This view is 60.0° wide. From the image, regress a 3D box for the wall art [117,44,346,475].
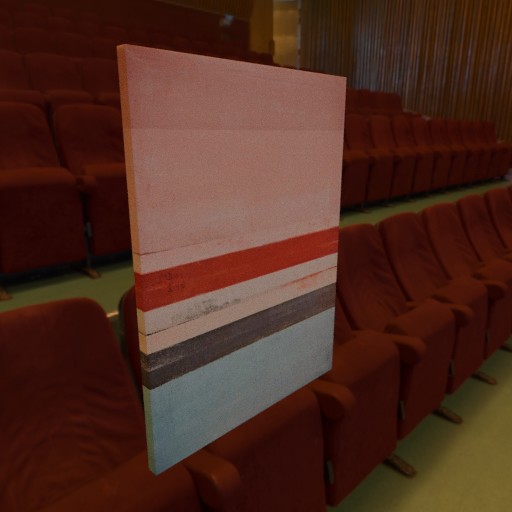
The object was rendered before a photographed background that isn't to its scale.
[{"bbox_3d":[0.000,0.000,1.274,0.761,1.016,0.039,-15,21,-43],"label":"wall art"}]
